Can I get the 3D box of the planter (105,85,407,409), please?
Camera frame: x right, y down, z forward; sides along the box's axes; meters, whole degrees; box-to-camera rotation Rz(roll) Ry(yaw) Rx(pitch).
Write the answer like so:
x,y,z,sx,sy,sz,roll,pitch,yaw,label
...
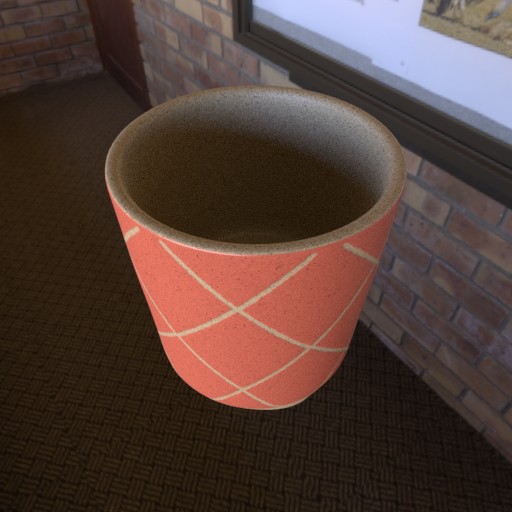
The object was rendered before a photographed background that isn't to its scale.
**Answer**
x,y,z,sx,sy,sz,roll,pitch,yaw,label
0.000,0.000,0.425,0.227,0.235,0.227,0,46,0,planter
